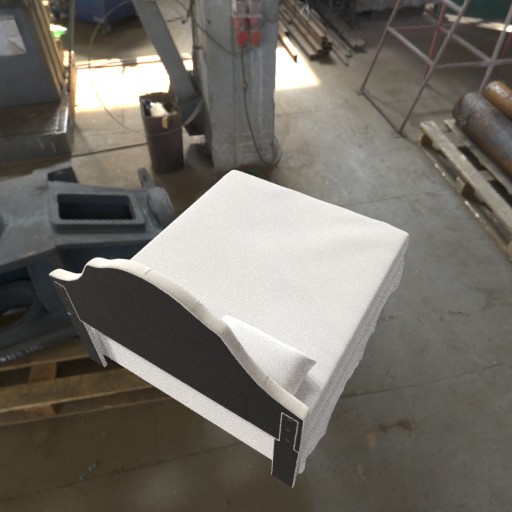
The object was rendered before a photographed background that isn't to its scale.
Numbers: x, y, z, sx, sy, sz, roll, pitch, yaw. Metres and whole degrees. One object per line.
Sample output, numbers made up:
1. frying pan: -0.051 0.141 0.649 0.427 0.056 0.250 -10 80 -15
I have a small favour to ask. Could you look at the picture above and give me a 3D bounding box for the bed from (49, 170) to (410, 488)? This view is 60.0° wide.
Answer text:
1. bed: 0.000 0.000 3.496 2.008 1.615 2.214 24 50 21
